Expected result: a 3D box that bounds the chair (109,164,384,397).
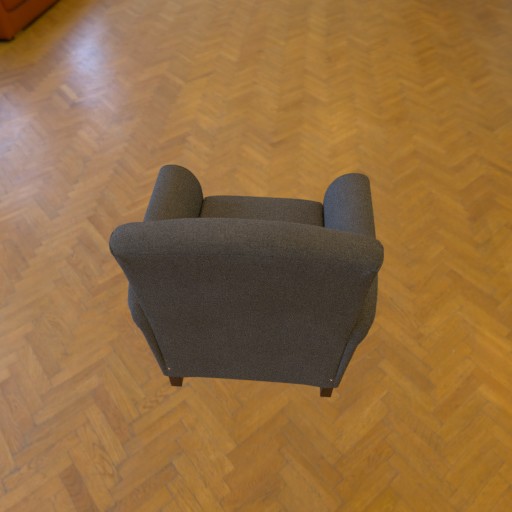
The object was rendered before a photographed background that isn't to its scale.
[{"bbox_3d":[0.000,0.000,1.807,0.978,1.061,0.905,3,47,3],"label":"chair"}]
